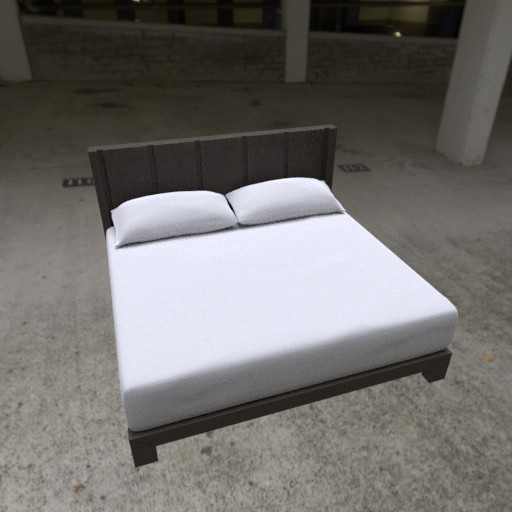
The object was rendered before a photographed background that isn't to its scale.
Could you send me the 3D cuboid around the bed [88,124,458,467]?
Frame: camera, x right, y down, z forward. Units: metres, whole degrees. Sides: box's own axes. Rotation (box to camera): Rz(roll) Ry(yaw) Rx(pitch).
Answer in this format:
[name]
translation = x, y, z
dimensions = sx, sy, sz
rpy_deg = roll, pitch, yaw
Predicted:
[bed]
translation = 0.000, 0.000, 3.311
dimensions = 2.134, 1.270, 2.012
rpy_deg = -10, 33, -16
